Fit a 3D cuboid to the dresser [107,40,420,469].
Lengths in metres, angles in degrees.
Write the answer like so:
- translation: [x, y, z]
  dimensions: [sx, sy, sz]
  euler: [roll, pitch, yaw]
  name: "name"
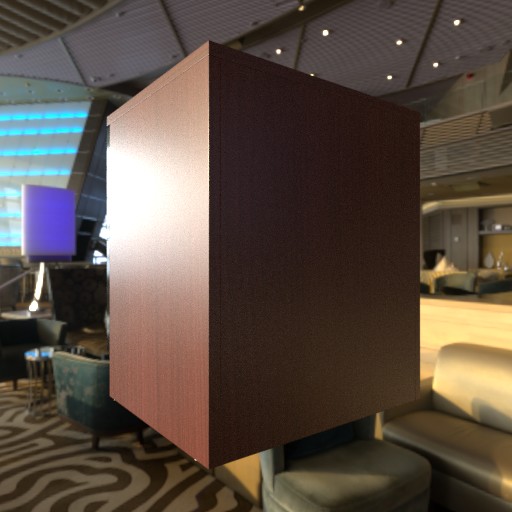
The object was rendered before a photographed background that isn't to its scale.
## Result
- translation: [0.000, 0.000, 0.747]
  dimensions: [0.400, 0.470, 0.360]
  euler: [0, 0, -37]
  name: "dresser"
